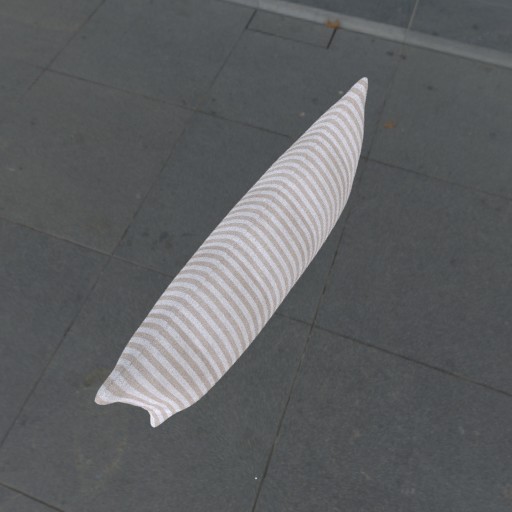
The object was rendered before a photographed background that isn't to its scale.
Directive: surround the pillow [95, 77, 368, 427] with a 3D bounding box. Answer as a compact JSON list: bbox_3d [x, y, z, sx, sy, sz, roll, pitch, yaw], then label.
[{"bbox_3d":[0.000,0.000,0.730,0.151,0.295,0.617,32,68,15],"label":"pillow"}]
